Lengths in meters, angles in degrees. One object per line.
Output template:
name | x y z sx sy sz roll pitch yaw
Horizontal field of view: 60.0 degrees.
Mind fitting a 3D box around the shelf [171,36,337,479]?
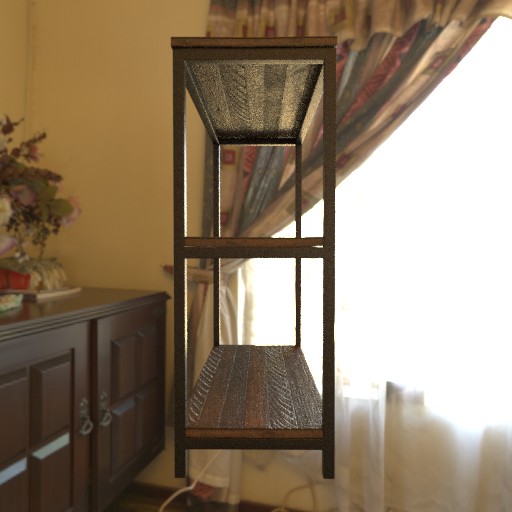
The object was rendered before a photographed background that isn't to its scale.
shelf | 0.000 0.000 1.358 0.352 0.947 0.822 0 1 1
